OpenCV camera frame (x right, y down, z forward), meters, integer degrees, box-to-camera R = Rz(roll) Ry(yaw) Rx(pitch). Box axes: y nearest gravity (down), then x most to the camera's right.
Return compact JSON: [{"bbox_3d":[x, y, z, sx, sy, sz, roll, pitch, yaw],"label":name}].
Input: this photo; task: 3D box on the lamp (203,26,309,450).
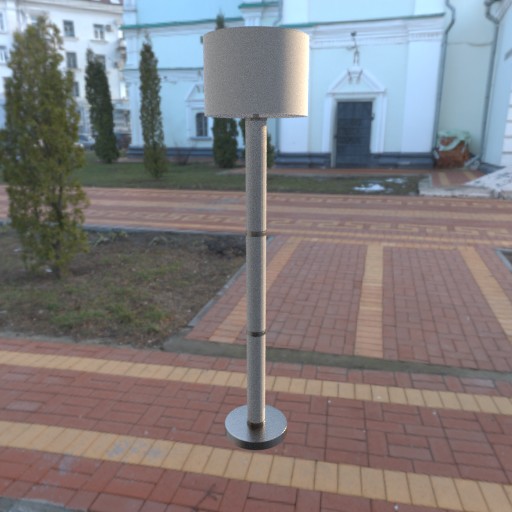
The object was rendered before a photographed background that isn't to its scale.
[{"bbox_3d":[0.000,0.000,1.770,0.377,1.599,0.377,8,17,27],"label":"lamp"}]
